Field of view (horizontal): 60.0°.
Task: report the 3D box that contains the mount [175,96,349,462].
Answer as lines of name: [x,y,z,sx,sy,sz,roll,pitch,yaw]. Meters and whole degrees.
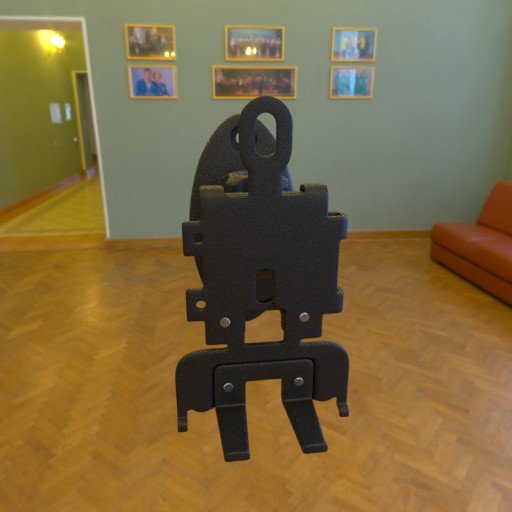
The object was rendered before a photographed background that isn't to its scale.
mount: [0.000,0.000,0.176,0.066,0.118,0.100,-2,18,-8]
